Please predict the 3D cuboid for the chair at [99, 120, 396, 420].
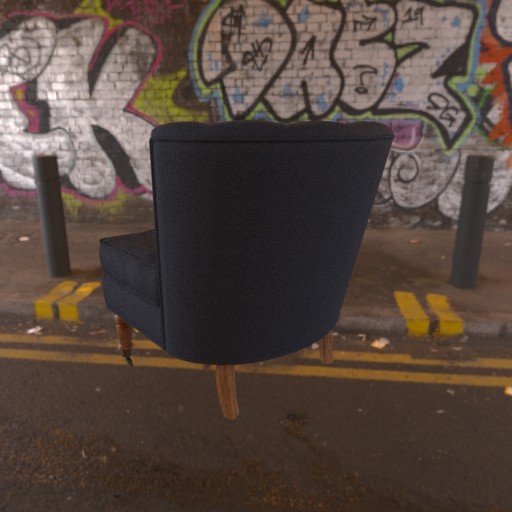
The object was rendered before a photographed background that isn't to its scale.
[{"bbox_3d":[0.000,0.000,1.326,0.740,0.771,0.718,-15,22,-41],"label":"chair"}]
